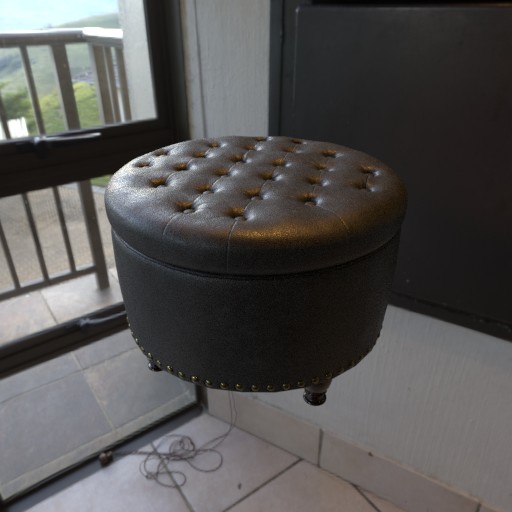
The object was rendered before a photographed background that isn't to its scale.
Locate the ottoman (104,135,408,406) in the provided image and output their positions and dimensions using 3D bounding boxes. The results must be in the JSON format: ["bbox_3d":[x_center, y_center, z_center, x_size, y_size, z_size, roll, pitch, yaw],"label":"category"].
[{"bbox_3d":[0.000,0.000,1.058,0.637,0.442,0.637,0,29,0],"label":"ottoman"}]
